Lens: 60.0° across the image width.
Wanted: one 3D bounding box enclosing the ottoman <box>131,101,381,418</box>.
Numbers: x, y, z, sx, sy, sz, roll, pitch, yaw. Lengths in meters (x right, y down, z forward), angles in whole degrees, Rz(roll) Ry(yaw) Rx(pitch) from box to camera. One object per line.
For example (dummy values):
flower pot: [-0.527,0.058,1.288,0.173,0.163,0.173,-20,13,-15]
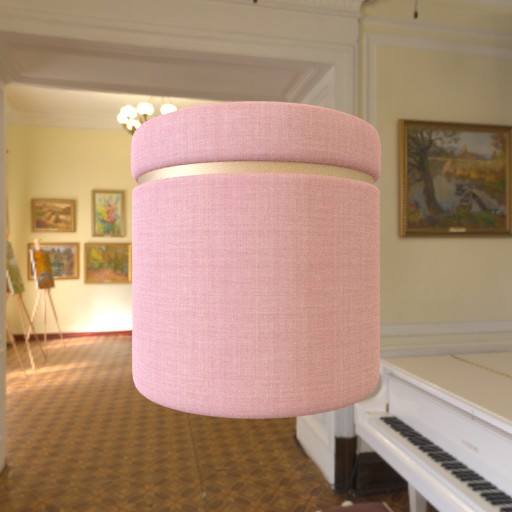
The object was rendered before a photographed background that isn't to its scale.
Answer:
ottoman: [0.000,0.000,0.737,0.400,0.406,0.400,0,0,0]
